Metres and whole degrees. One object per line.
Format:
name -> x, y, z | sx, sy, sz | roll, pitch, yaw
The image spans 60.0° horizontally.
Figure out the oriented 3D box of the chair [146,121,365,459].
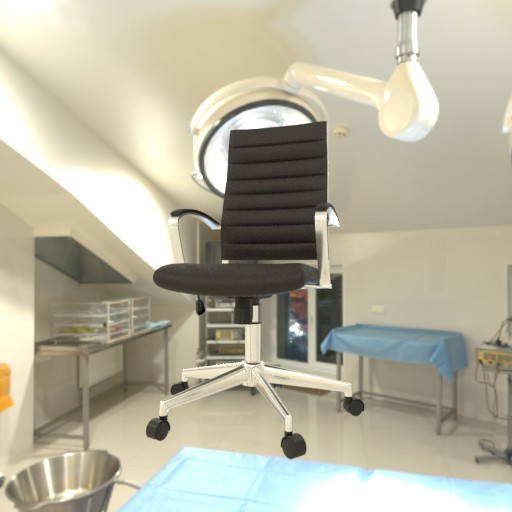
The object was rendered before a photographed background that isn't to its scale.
chair -> 0.000, 0.000, 1.641 | 0.766, 1.149, 0.739 | 0, -1, 18
